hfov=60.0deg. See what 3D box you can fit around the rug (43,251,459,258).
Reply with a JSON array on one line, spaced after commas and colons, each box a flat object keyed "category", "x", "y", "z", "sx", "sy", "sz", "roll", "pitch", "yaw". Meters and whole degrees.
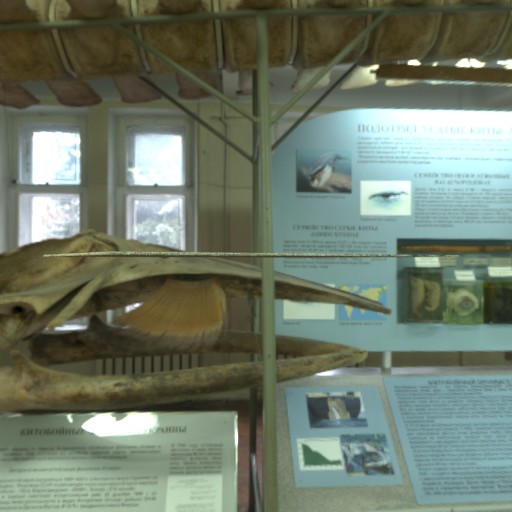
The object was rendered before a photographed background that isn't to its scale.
[{"category": "rug", "x": 0.000, "y": 0.000, "z": 4.792, "sx": 3.824, "sy": 0.019, "sz": 2.393, "roll": 0, "pitch": -1, "yaw": -35}]
